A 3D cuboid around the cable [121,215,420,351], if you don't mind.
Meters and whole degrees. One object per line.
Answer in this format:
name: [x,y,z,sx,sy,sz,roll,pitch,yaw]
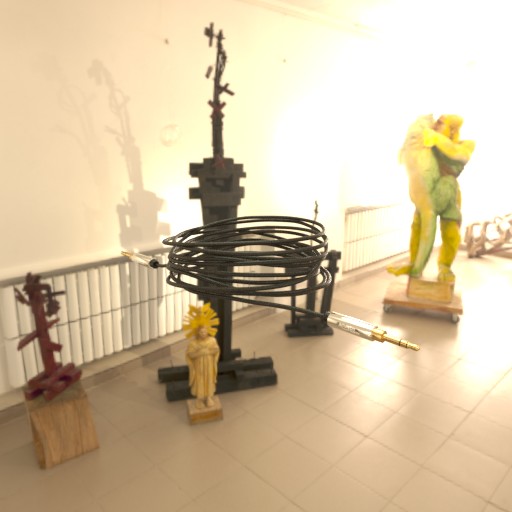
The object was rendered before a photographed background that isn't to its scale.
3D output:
cable: [0.000,0.000,0.509,0.198,0.069,0.432,-15,21,-43]
